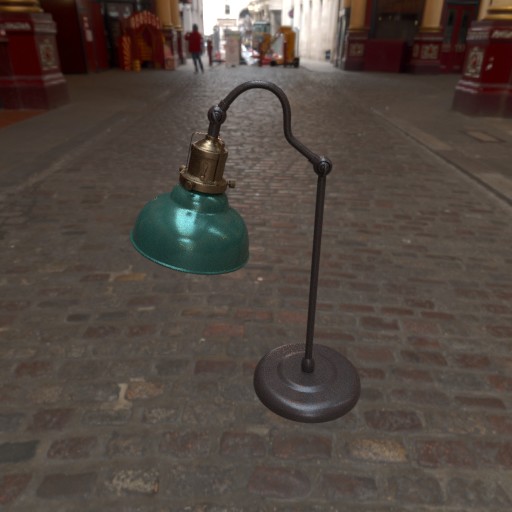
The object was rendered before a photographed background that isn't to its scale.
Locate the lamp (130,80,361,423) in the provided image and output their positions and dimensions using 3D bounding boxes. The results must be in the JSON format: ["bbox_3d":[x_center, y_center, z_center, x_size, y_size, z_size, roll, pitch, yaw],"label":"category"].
[{"bbox_3d":[0.000,0.000,0.686,0.374,0.508,0.192,0,27,0],"label":"lamp"}]
